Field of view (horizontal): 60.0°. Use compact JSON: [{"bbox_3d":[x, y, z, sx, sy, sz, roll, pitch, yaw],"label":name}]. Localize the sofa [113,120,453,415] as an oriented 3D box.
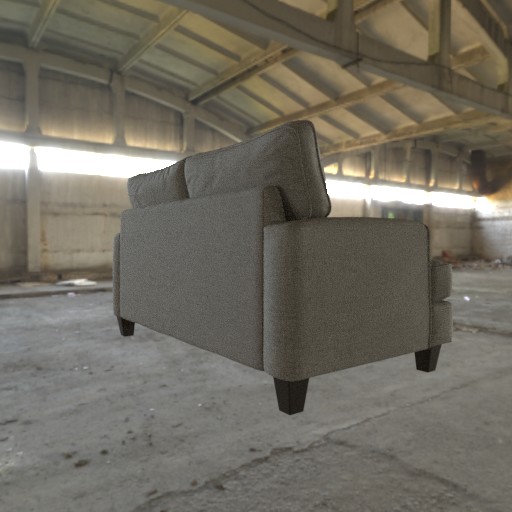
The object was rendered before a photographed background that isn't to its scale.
[{"bbox_3d":[0.000,0.000,2.268,0.965,0.965,1.651,-1,2,-36],"label":"sofa"}]
